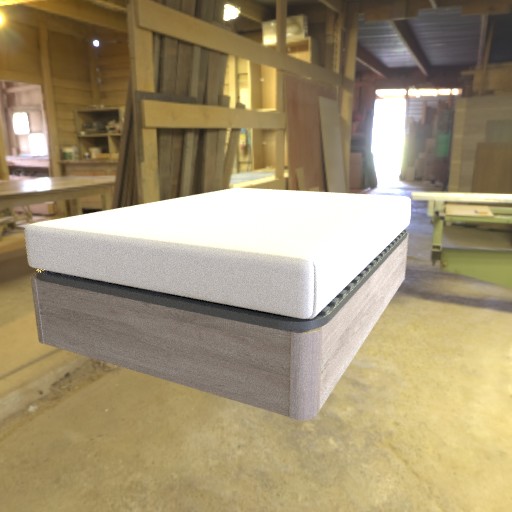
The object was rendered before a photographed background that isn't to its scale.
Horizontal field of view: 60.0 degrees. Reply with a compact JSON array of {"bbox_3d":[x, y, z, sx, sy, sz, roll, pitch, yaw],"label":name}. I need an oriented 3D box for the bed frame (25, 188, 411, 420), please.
[{"bbox_3d":[0.000,0.000,2.532,1.400,0.561,1.900,7,16,26],"label":"bed frame"}]
